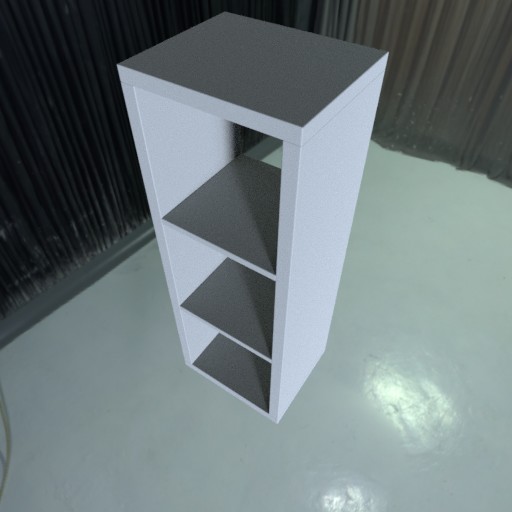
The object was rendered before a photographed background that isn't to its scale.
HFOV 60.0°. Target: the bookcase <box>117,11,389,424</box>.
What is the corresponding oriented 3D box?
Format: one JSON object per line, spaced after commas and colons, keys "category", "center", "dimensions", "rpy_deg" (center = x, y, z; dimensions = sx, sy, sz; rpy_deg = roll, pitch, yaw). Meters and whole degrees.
{"category": "bookcase", "center": [0.000, 0.000, 1.220], "dimensions": [0.390, 1.080, 0.330], "rpy_deg": [26, 52, 22]}
